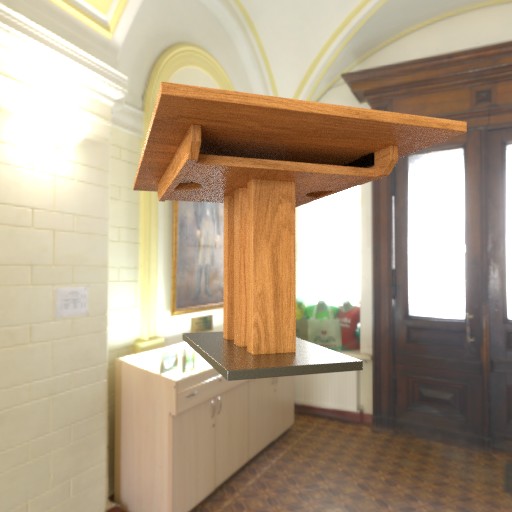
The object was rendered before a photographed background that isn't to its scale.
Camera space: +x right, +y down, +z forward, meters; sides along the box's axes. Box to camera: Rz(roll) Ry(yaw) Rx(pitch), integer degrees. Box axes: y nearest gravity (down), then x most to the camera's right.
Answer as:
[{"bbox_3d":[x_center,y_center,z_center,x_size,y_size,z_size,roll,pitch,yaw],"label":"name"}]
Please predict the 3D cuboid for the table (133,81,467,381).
[{"bbox_3d":[0.000,0.000,1.789,0.900,0.770,1.300,1,-2,-18],"label":"table"}]
